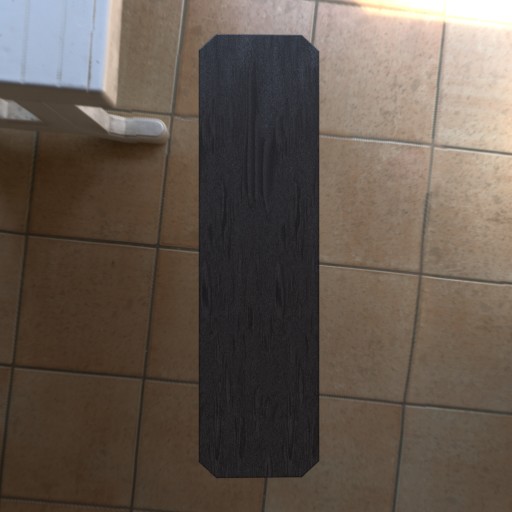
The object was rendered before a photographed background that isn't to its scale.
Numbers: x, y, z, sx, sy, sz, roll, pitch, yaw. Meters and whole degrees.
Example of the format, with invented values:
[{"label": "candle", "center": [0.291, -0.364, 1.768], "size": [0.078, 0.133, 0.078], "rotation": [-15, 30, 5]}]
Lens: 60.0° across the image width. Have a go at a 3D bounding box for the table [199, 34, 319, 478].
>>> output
[{"label": "table", "center": [0.000, 0.000, 1.473], "size": [0.329, 0.800, 1.112], "rotation": [0, 90, -1]}]
